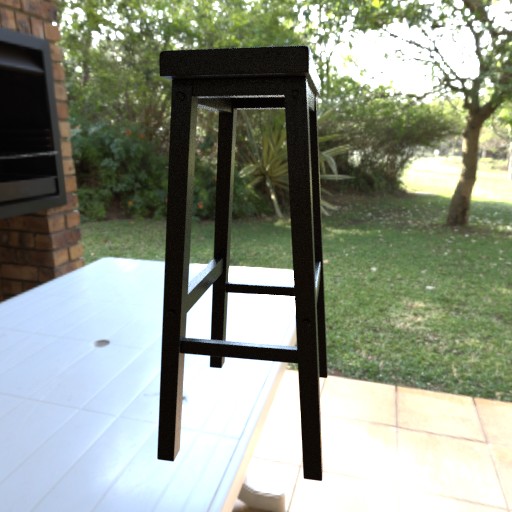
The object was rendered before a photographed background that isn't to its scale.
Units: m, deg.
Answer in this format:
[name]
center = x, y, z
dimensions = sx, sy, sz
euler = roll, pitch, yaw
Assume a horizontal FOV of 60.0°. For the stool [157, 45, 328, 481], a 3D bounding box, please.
[stool]
center = 0.000, 0.000, 0.943
dimensions = 0.322, 0.742, 0.406
euler = 3, 15, 10
